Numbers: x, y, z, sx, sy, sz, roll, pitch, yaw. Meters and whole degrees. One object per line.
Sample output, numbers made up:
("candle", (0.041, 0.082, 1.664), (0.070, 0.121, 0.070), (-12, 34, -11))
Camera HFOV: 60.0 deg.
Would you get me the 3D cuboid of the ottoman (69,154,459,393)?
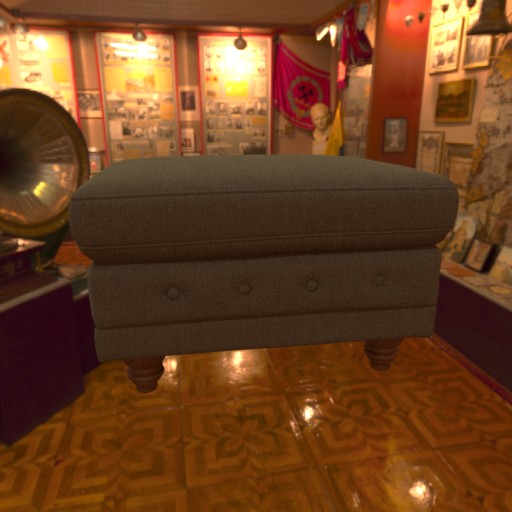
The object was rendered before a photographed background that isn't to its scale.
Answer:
("ottoman", (0.000, 0.000, 1.145), (0.771, 0.500, 0.569), (-3, 17, -9))
